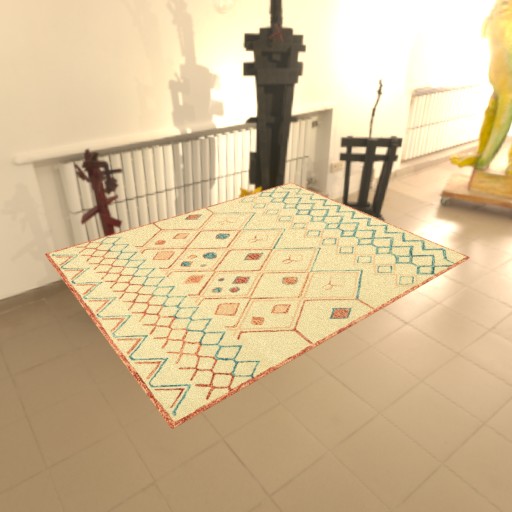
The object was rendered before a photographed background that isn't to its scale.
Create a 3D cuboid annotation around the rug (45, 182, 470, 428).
[{"bbox_3d":[0.000,0.000,4.067,3.050,0.016,2.441,-21,36,-32],"label":"rug"}]
